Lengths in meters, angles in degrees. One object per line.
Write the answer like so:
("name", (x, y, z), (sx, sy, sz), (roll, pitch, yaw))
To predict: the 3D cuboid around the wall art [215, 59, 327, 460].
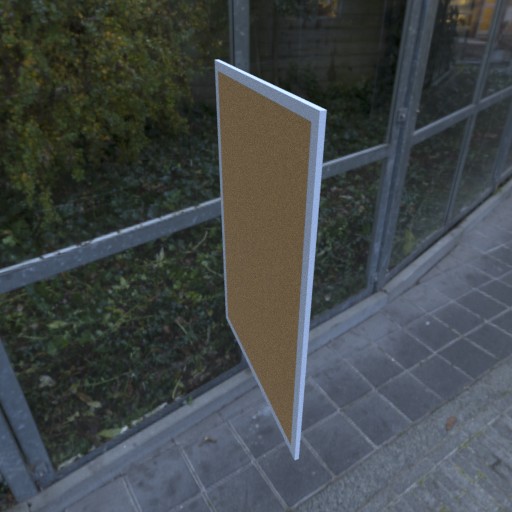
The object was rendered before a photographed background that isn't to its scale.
("wall art", (0.000, 0.000, 1.247), (0.013, 0.940, 0.659), (-11, 33, -17))
